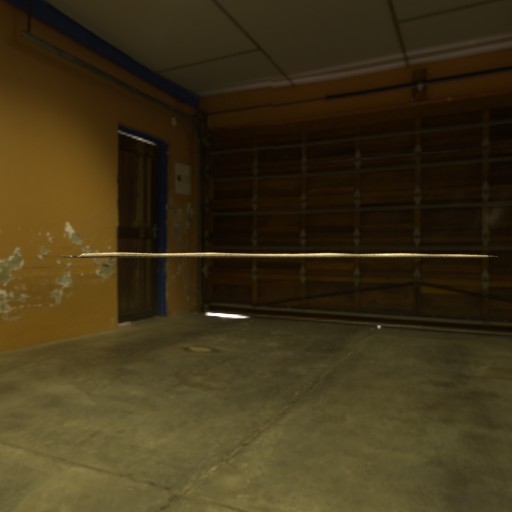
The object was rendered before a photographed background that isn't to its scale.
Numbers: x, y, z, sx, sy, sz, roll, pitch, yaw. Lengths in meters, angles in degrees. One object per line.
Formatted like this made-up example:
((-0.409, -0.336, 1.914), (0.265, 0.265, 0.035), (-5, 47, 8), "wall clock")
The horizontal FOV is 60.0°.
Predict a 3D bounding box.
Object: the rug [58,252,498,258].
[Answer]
((0.000, 0.000, 3.986), (3.061, 0.034, 2.426), (0, 0, -19), "rug")
